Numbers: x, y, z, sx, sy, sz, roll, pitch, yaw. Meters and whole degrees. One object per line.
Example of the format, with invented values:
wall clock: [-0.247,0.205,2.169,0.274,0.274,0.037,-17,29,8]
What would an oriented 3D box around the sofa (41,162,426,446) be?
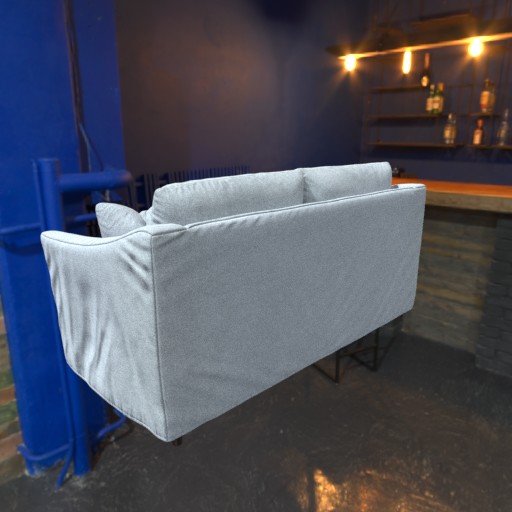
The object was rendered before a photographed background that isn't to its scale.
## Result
sofa: [0.000,0.000,2.547,2.010,1.018,1.072,-15,21,-43]
